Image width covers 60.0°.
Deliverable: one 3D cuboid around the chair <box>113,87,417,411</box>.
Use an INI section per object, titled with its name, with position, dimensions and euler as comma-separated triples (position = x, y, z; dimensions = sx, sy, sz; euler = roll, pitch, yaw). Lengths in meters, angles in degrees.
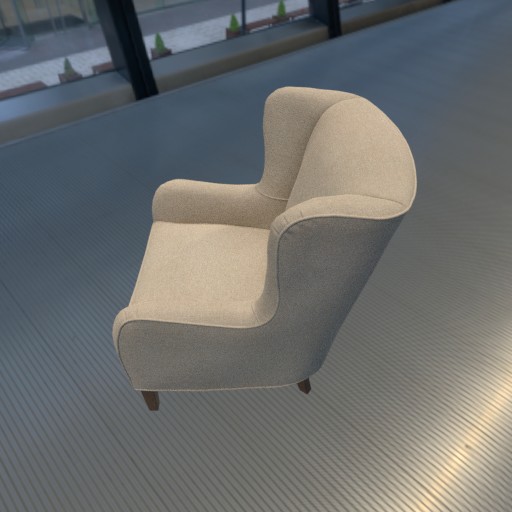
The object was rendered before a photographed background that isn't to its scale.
[chair]
position = 0.000, 0.000, 1.742
dimensions = 0.966, 1.040, 0.838
euler = 1, 43, 1
